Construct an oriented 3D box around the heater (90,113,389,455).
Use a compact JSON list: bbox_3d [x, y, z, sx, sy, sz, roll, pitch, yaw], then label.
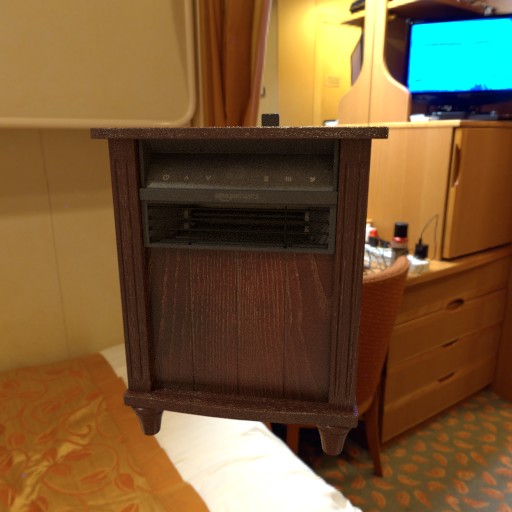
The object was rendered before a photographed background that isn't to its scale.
[{"bbox_3d":[0.000,0.000,0.754,0.362,0.481,0.400,2,15,9],"label":"heater"}]
